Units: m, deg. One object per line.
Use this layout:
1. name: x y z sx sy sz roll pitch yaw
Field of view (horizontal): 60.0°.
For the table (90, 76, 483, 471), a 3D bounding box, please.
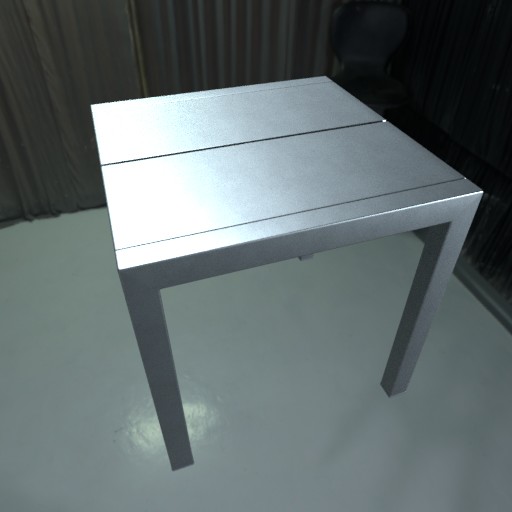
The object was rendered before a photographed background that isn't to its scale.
1. table: 0.000 0.000 0.908 0.508 0.508 0.508 -13 42 -15
